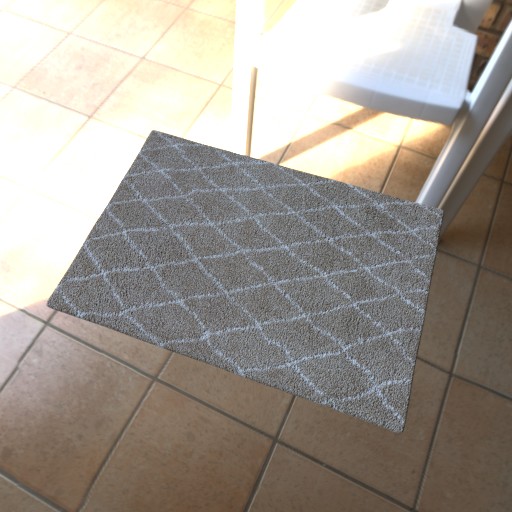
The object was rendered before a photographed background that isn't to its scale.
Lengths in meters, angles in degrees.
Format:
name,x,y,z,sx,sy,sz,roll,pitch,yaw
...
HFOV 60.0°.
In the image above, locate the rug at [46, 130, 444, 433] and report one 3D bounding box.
name,x,y,z,sx,sy,sz,roll,pitch,yaw
rug,0.000,0.000,2.319,1.778,0.030,1.219,17,64,9
